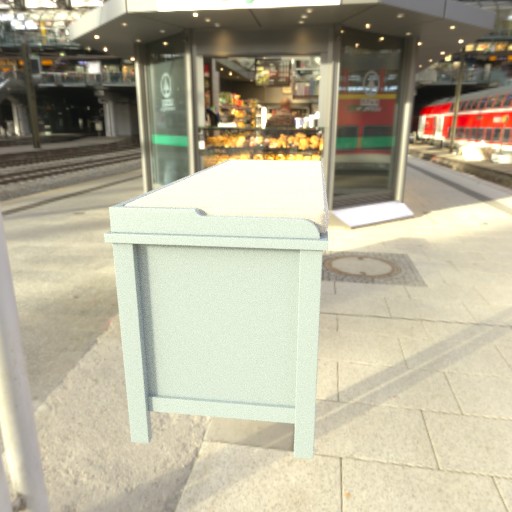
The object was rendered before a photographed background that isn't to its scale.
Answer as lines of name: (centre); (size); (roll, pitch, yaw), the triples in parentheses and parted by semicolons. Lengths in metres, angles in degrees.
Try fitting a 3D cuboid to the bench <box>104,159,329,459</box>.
bench: (0.000, 0.000, 1.368); (0.398, 0.501, 1.140); (2, 17, 7)
